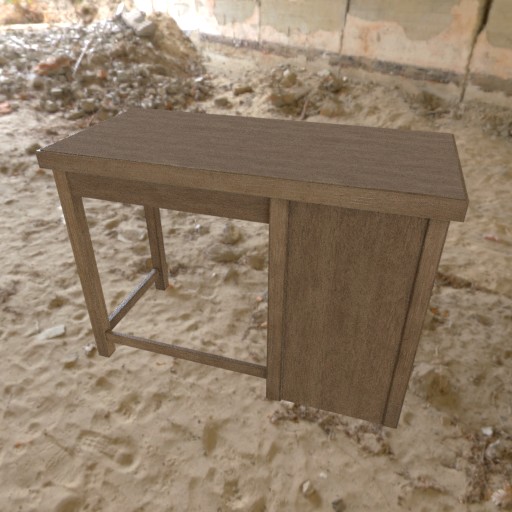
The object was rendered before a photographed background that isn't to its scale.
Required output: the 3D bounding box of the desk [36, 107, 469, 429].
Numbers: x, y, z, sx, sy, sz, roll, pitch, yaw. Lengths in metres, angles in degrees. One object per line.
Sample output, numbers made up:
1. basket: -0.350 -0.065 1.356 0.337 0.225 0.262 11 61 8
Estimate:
1. desk: 0.000 0.000 1.737 1.289 0.912 0.610 9 33 15
